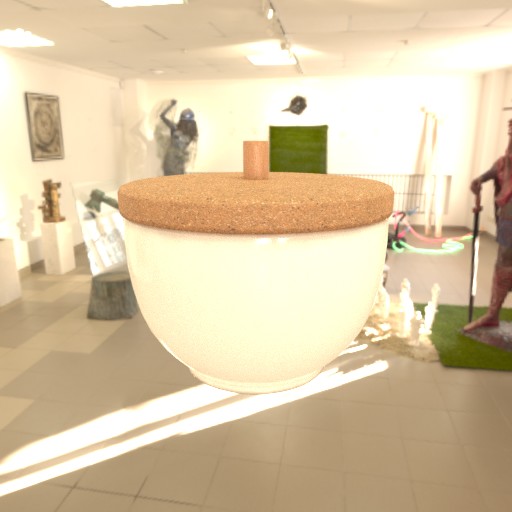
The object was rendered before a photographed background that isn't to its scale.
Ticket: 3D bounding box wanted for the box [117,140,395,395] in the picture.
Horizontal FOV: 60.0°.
[{"bbox_3d":[0.000,0.000,0.186,0.107,0.094,0.107,0,15,0],"label":"box"}]
